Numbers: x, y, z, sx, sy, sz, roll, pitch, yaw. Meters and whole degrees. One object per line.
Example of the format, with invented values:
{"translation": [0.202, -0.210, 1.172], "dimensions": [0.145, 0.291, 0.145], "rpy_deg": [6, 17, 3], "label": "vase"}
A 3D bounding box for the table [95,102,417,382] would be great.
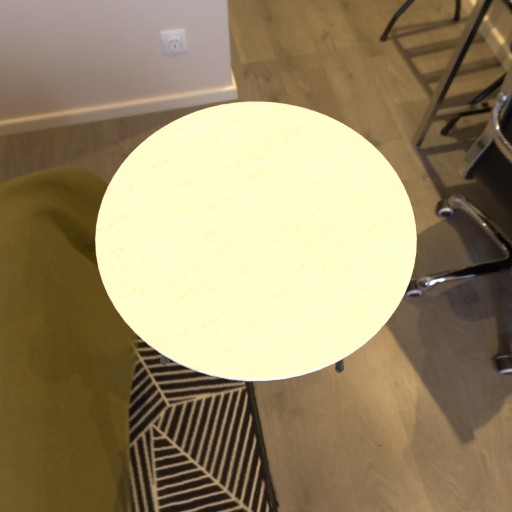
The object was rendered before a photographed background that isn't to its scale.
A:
{"translation": [0.000, 0.000, 1.452], "dimensions": [0.889, 0.470, 0.889], "rpy_deg": [0, 63, 0], "label": "table"}
